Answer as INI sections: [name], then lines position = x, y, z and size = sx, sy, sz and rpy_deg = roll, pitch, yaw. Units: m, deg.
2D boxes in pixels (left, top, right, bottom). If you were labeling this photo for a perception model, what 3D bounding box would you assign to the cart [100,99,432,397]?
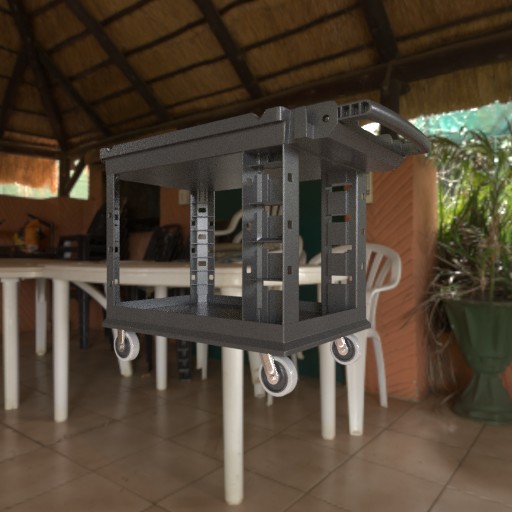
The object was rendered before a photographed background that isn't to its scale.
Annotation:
[cart]
position = 0.000, 0.000, 1.773
size = 1.239, 0.884, 0.674
rpy_deg = 0, 0, 37
